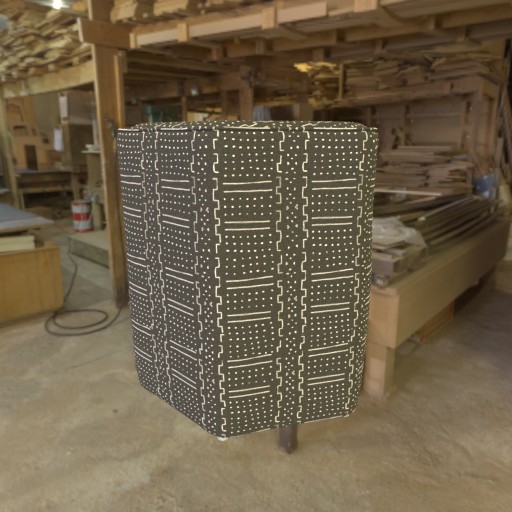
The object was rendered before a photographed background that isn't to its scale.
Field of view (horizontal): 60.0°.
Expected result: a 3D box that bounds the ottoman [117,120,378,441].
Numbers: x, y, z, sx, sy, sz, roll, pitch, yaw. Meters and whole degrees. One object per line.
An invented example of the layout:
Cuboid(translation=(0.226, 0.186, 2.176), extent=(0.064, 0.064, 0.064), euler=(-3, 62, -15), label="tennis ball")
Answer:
Cuboid(translation=(0.000, 0.000, 0.877), extent=(0.494, 0.502, 0.443), euler=(14, 21, 42), label="ottoman")
